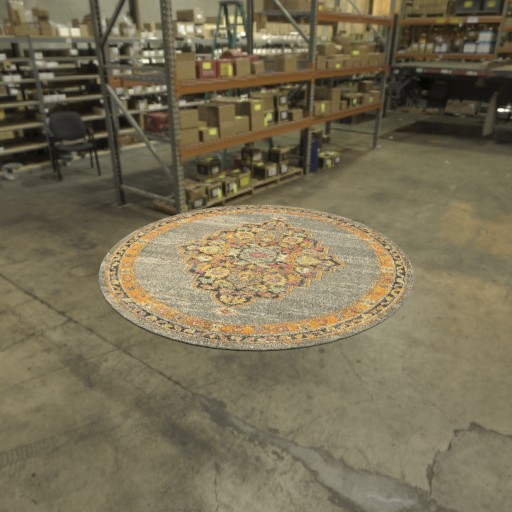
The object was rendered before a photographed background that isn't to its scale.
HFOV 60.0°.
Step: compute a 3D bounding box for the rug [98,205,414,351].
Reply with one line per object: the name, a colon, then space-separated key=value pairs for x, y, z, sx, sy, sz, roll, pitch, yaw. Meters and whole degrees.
rug: x=0.000 y=0.000 z=2.356 sx=1.598 sy=0.010 sz=1.598 roll=0 pitch=26 yaw=0
